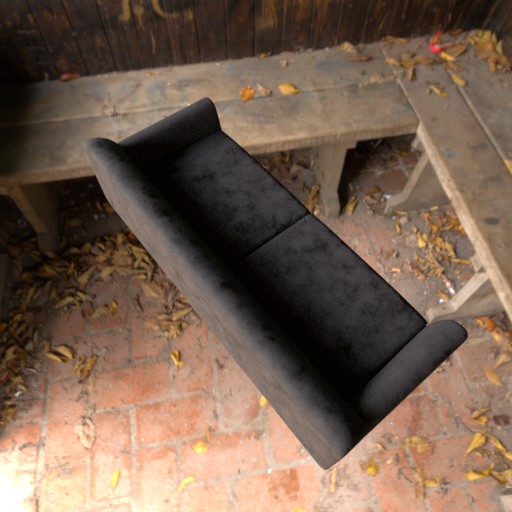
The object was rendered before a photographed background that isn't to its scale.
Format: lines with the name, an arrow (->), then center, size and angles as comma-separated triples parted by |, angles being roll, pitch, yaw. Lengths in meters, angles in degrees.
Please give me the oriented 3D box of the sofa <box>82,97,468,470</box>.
sofa -> 0.000, 0.000, 2.602 | 0.900, 0.740, 2.190 | -35, 65, -19
